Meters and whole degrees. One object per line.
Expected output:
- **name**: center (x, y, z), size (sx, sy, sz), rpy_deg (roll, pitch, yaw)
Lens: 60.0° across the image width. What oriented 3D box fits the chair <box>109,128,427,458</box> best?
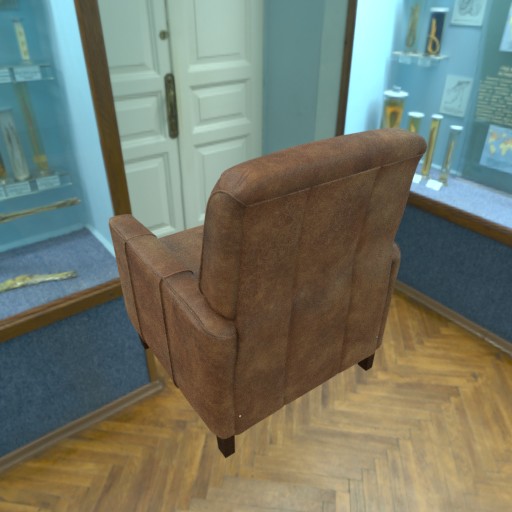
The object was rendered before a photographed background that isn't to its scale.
- **chair**: center (0.000, 0.000, 1.667), size (0.843, 1.043, 0.836), rpy_deg (-20, 37, -30)
